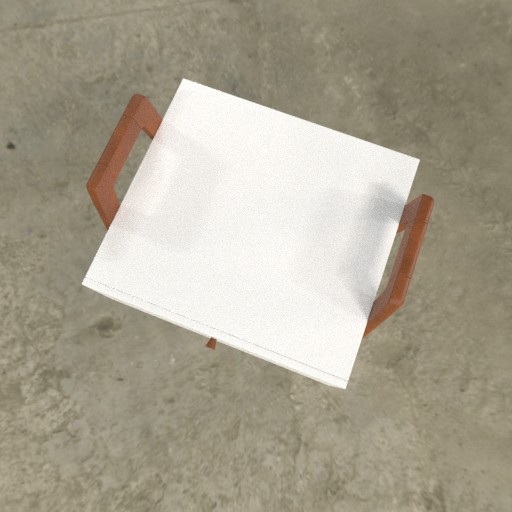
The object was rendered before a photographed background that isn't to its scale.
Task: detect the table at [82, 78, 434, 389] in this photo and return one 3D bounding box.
[{"bbox_3d":[0.000,0.000,0.895,0.457,0.610,0.405,21,77,5],"label":"table"}]
